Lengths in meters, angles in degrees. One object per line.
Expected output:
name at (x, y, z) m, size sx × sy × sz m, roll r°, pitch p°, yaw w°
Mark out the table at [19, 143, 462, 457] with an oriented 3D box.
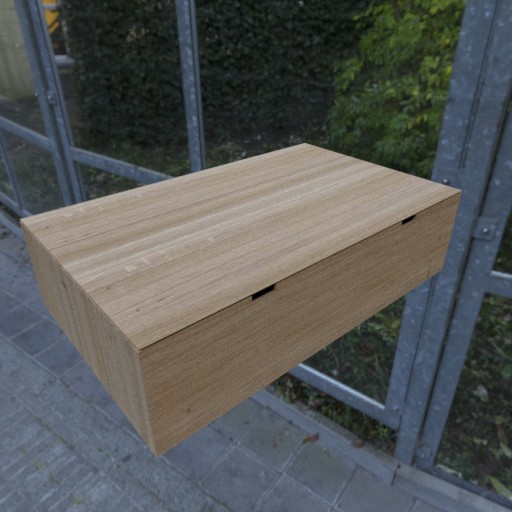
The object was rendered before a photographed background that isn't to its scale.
table at (0.000, 0.000, 1.378) m, size 1.110 × 0.353 × 0.678 m, roll -23°, pitch 38°, yaw -34°
